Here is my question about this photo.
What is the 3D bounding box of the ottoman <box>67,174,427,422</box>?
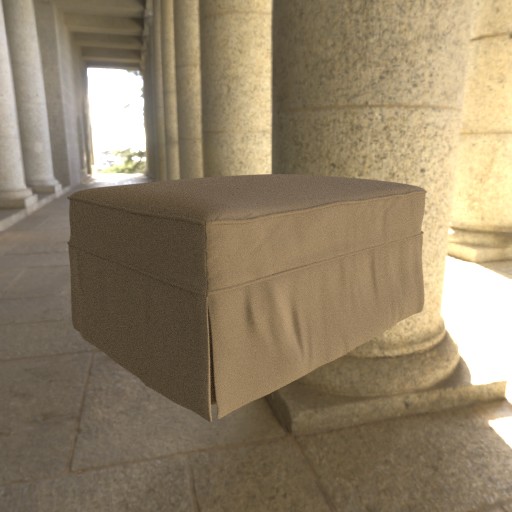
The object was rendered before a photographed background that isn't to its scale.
[{"bbox_3d":[0.000,0.000,1.369,0.959,0.482,0.721,-13,19,-43],"label":"ottoman"}]
